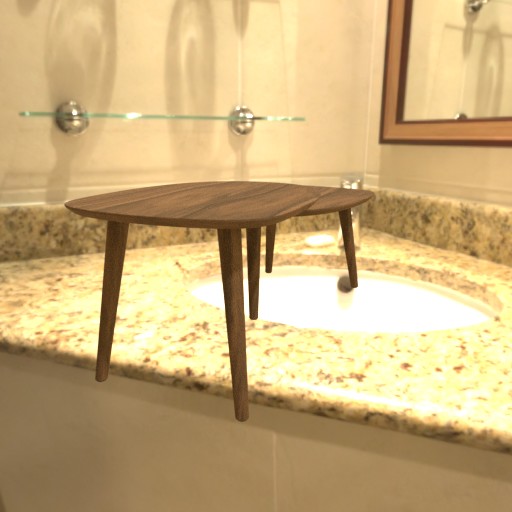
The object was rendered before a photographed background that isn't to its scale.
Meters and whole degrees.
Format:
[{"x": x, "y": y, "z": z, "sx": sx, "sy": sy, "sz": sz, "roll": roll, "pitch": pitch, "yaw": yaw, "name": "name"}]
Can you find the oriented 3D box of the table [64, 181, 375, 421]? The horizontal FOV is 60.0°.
[{"x": 0.000, "y": 0.000, "z": 1.350, "sx": 0.527, "sy": 0.429, "sz": 1.084, "roll": 8, "pitch": 17, "yaw": 26, "name": "table"}]
